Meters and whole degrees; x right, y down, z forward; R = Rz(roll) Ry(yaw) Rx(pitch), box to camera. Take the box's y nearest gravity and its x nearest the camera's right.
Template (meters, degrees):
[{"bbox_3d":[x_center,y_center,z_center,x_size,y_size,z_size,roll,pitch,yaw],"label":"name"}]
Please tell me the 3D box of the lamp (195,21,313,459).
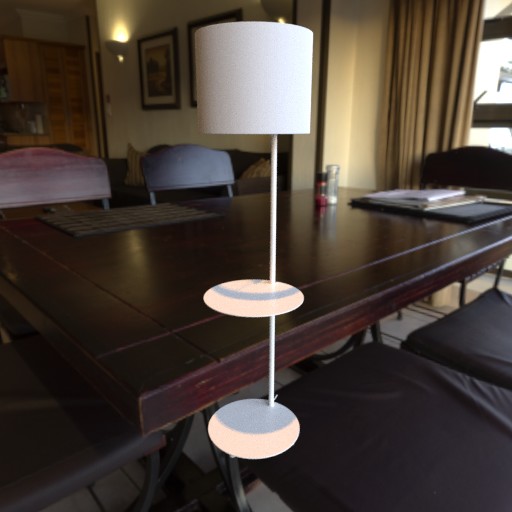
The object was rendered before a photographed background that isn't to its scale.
[{"bbox_3d":[0.000,0.000,1.620,0.372,1.465,0.405,9,18,27],"label":"lamp"}]
